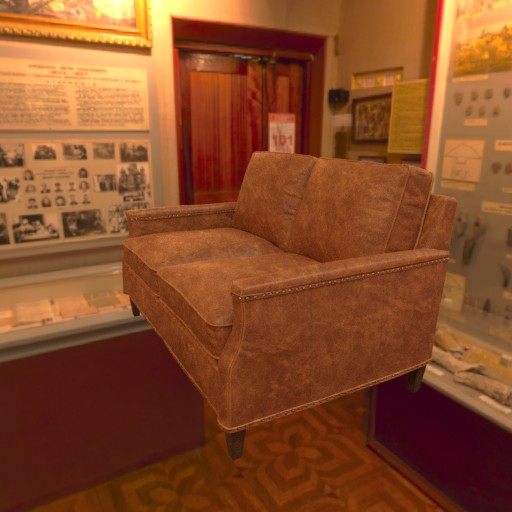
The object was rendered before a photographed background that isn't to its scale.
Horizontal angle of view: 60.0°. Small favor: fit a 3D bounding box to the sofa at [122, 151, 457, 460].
[{"bbox_3d":[0.000,0.000,2.283,1.084,1.003,1.597,-8,18,-27],"label":"sofa"}]
